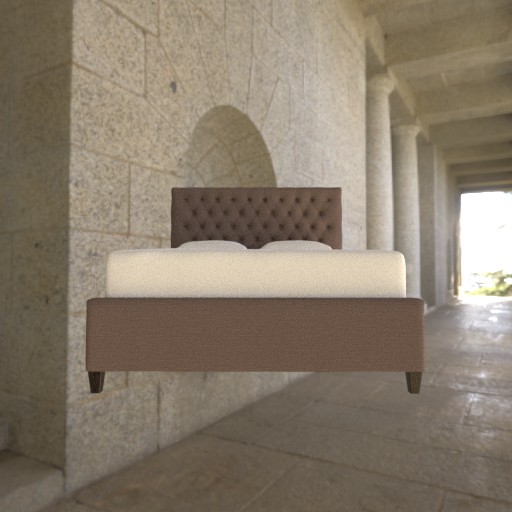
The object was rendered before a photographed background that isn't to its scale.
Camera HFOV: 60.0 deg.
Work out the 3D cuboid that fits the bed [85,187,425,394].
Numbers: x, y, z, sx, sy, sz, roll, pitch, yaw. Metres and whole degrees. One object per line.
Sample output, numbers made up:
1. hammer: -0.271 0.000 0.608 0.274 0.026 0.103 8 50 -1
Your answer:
1. bed: 0.000 0.000 3.290 1.696 1.426 2.233 0 -2 0
